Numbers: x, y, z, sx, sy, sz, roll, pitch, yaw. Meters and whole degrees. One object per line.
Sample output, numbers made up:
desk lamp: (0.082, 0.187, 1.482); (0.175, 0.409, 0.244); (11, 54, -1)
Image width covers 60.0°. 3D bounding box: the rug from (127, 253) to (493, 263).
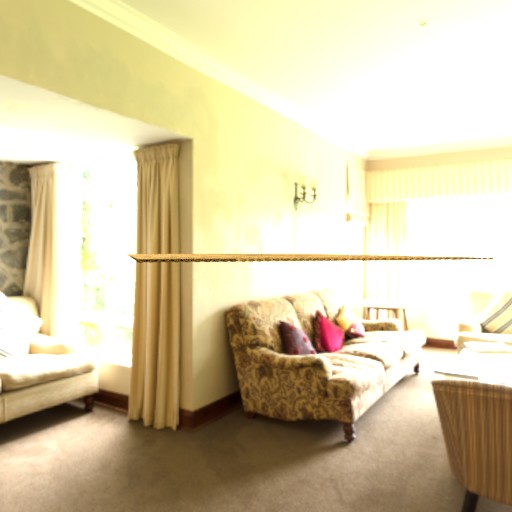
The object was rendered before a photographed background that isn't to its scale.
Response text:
rug: (0.000, 0.000, 2.921); (1.600, 0.013, 2.312); (0, 1, -17)
